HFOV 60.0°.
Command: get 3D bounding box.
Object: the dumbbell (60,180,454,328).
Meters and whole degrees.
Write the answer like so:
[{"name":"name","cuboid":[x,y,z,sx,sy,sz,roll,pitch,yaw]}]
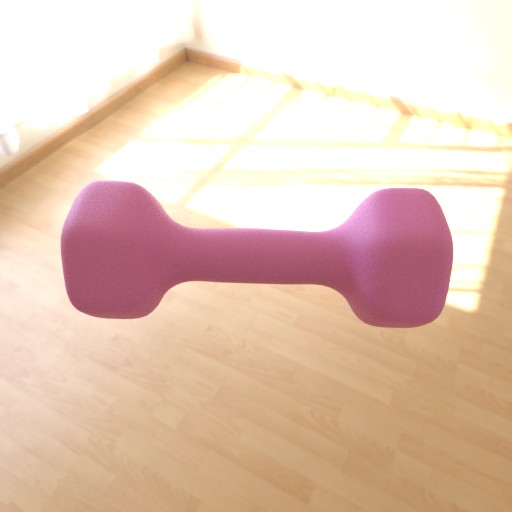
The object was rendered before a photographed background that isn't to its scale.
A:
[{"name":"dumbbell","cuboid":[0.000,0.000,0.194,0.159,0.058,0.064,2,47,2]}]
